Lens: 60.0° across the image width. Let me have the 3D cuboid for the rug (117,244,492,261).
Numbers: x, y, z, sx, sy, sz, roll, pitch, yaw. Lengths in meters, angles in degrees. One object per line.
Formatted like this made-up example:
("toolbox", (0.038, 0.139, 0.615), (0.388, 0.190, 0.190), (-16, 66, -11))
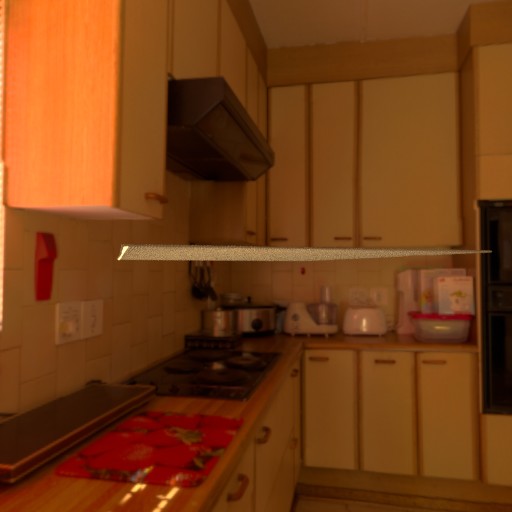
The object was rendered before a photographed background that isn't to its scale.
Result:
("rug", (0.000, 0.000, 4.129), (2.456, 0.021, 3.068), (1, -2, -18))
